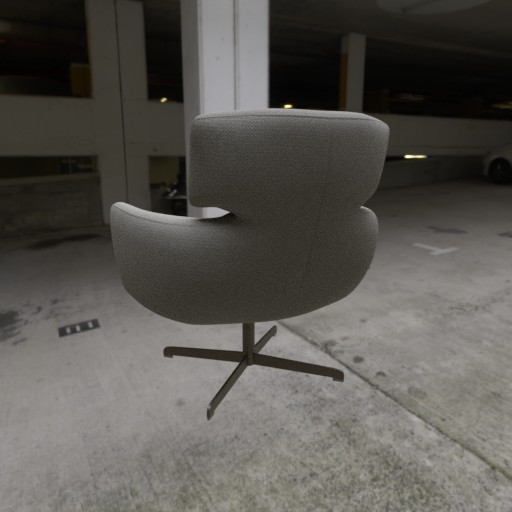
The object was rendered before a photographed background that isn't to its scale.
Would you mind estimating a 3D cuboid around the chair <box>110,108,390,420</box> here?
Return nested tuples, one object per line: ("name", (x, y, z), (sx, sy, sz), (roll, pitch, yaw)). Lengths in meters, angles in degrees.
("chair", (0.000, 0.000, 1.372), (0.760, 0.810, 0.730), (-7, 15, -26))
